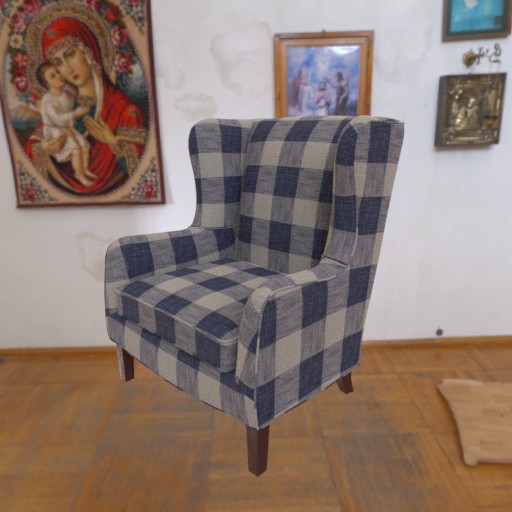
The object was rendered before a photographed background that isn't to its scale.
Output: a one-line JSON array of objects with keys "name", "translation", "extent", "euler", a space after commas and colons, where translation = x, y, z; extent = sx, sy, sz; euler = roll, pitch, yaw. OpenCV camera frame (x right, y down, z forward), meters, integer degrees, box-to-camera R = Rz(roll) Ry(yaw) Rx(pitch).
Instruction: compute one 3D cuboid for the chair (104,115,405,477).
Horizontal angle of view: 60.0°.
[{"name": "chair", "translation": [0.000, 0.000, 1.705], "extent": [0.830, 1.041, 0.889], "euler": [15, 22, 41]}]
